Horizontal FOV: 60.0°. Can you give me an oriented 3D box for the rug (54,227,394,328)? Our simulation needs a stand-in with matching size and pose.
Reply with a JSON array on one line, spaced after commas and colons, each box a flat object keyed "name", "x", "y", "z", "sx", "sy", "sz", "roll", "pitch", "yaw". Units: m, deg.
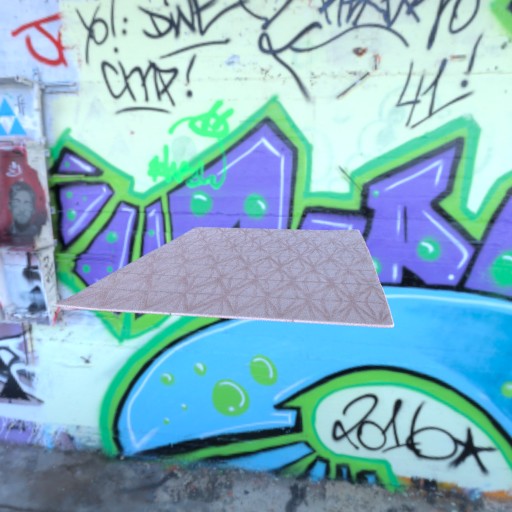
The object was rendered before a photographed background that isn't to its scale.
[{"name": "rug", "x": 0.000, "y": 0.000, "z": 2.419, "sx": 1.230, "sy": 0.025, "sz": 1.837, "roll": 2, "pitch": 13, "yaw": 9}]
